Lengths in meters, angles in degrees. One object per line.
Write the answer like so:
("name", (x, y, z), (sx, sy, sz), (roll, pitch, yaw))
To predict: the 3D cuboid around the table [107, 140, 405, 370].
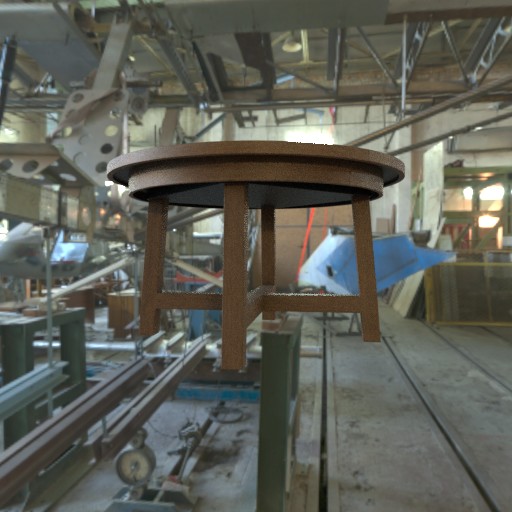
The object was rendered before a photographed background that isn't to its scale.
("table", (0.000, 0.000, 2.077), (1.319, 0.762, 1.319), (0, 1, 0))
